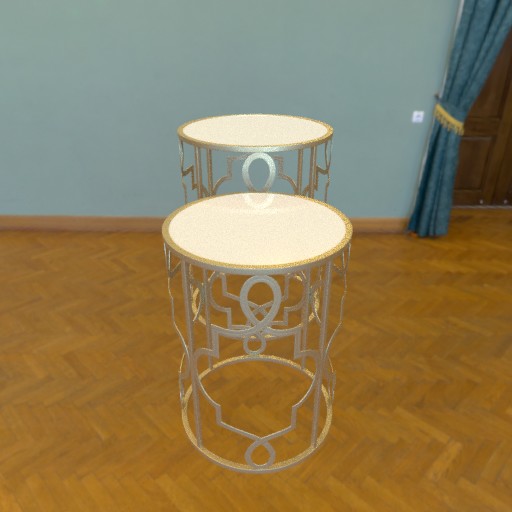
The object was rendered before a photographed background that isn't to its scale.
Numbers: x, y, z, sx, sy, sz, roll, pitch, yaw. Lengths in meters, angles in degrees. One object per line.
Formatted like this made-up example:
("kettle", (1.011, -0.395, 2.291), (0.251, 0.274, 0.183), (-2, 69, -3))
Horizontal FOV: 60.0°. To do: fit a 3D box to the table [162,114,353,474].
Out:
("table", (0.000, 0.000, 1.151), (0.420, 0.564, 0.846), (0, 28, 0))
